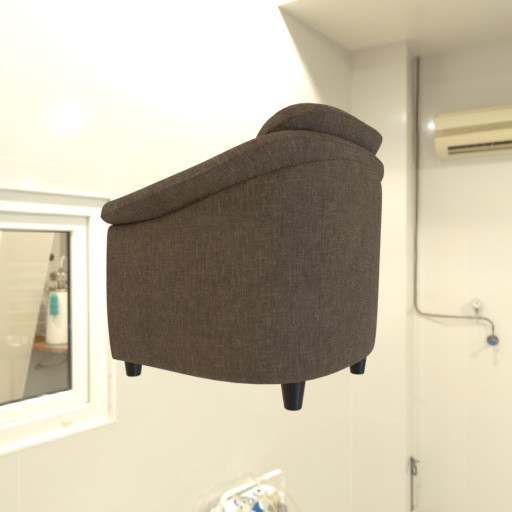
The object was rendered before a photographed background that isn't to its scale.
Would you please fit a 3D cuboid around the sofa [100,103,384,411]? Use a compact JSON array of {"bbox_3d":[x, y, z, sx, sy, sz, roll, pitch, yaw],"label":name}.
[{"bbox_3d":[0.000,0.000,1.523,0.794,0.811,0.870,0,1,36],"label":"sofa"}]
